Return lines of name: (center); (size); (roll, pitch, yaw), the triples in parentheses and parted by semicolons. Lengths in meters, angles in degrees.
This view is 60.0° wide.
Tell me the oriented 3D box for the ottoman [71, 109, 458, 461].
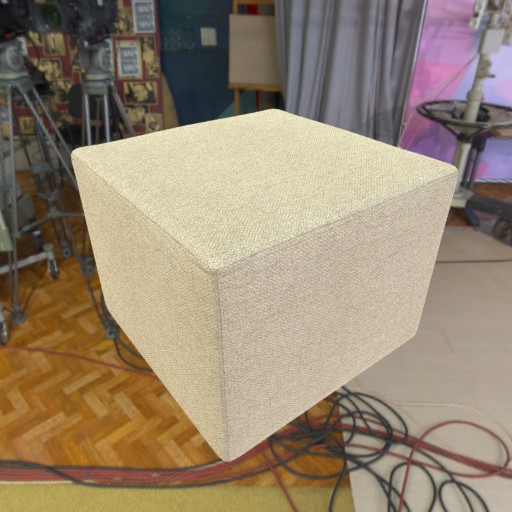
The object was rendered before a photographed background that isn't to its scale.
ottoman: (0.000, 0.000, 0.885); (0.508, 0.432, 0.508); (-22, 39, -31)
